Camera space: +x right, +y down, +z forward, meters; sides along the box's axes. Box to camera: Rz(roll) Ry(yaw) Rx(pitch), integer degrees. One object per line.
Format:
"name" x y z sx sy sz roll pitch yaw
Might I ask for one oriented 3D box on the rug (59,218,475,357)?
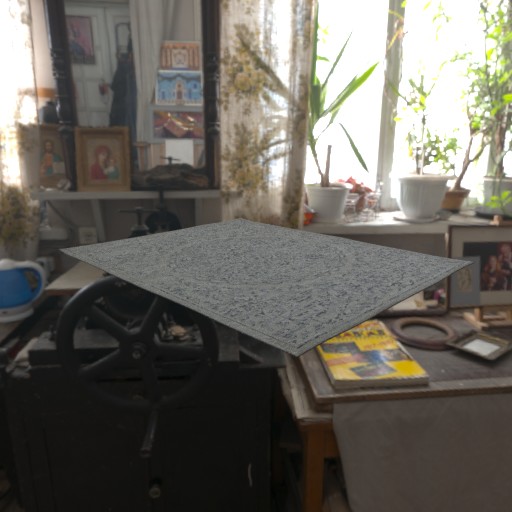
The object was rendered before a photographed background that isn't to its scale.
"rug" 0.000 0.000 3.971 2.343 0.026 2.925 -15 21 -43
